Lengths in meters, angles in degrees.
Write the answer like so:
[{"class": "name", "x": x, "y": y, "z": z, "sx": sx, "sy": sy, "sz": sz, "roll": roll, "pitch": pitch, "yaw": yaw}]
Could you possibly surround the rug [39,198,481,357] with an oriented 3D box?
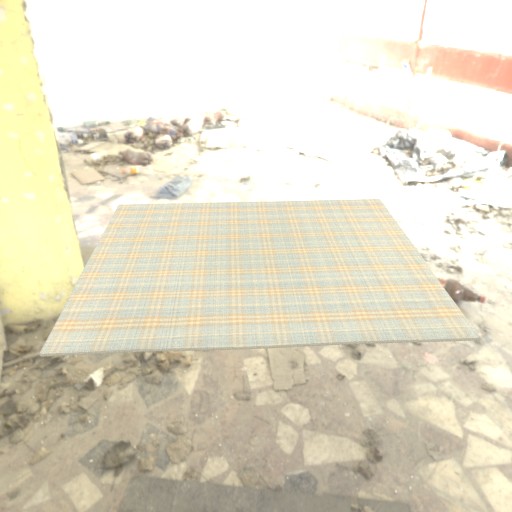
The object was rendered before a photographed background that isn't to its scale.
[{"class": "rug", "x": 0.000, "y": 0.000, "z": 4.101, "sx": 3.066, "sy": 0.030, "sz": 2.462, "roll": -2, "pitch": 31, "yaw": -3}]
